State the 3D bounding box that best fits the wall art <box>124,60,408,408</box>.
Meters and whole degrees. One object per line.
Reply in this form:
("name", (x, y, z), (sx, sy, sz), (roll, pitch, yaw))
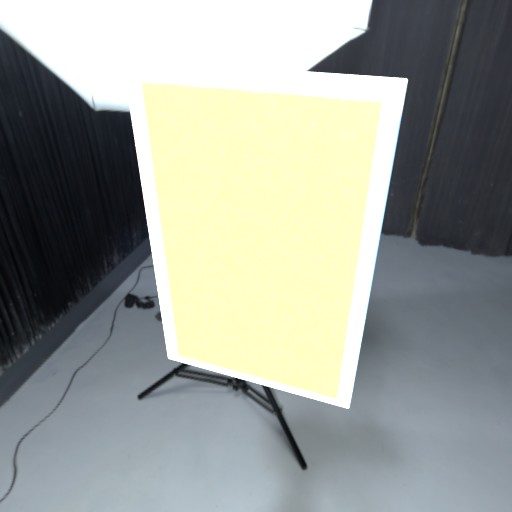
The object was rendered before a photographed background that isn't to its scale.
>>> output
("wall art", (0.000, 0.000, 0.775), (0.401, 0.610, 0.038), (11, 35, 16))
